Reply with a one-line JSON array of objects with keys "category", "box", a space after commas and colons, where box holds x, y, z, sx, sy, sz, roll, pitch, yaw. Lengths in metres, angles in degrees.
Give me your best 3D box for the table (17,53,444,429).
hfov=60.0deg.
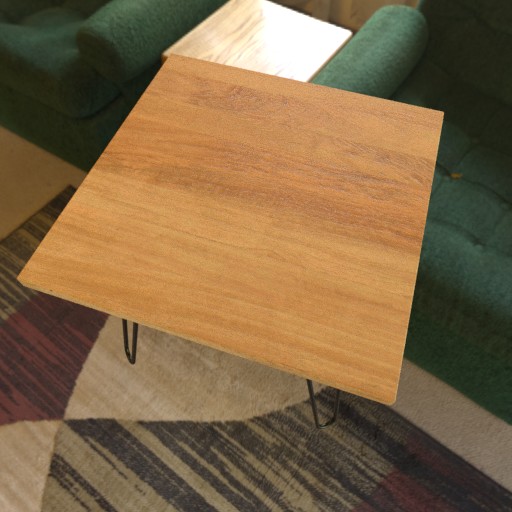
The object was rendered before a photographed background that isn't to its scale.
[{"category": "table", "box": [0.000, 0.000, 1.010, 0.599, 0.500, 0.599, 16, 61, 9]}]
